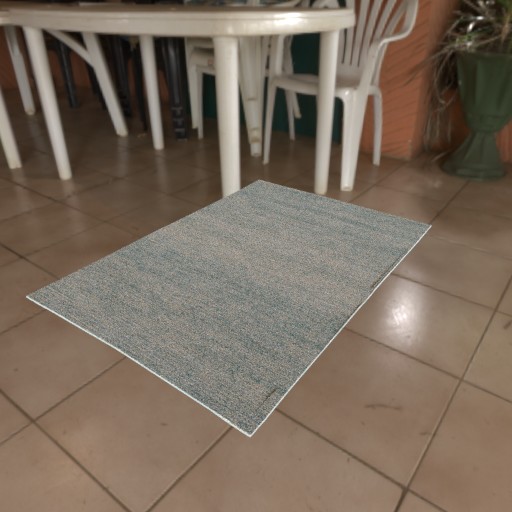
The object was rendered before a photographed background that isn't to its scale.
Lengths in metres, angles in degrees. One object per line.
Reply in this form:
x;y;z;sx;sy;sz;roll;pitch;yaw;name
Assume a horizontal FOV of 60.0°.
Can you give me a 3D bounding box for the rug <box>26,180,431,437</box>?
0.000;0.000;2.951;1.613;0.030;2.306;20;36;31;rug
